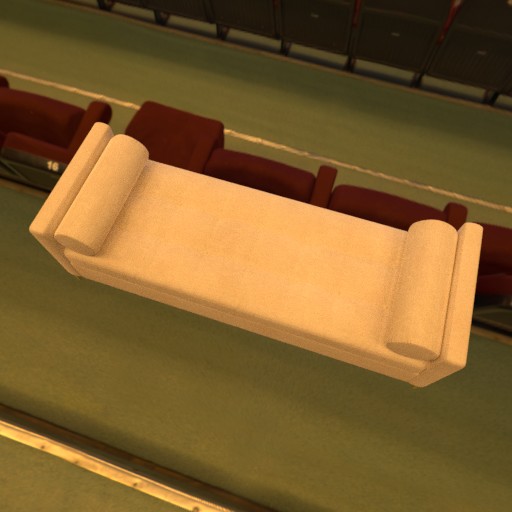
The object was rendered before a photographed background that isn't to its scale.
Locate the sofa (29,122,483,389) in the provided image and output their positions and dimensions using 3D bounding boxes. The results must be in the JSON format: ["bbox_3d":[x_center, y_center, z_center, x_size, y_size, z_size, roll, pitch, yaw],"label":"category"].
[{"bbox_3d":[0.000,0.000,2.296,1.981,0.635,0.686,17,66,8],"label":"sofa"}]
